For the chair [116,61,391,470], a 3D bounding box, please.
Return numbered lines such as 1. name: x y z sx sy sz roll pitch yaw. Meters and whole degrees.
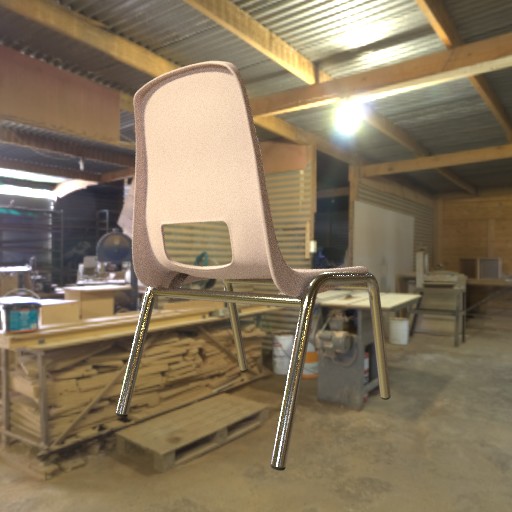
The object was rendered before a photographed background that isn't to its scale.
1. chair: 0.000 0.000 0.781 0.354 0.537 0.385 0 0 36
